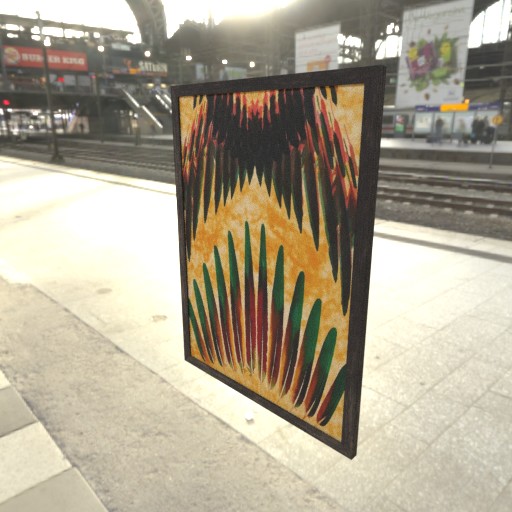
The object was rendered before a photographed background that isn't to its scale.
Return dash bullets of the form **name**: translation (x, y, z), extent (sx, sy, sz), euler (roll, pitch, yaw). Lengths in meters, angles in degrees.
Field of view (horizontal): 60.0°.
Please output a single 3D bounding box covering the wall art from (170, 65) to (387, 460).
- **wall art**: translation (0.000, 0.000, 1.425), extent (0.812, 1.066, 0.029), euler (16, 23, 42)
